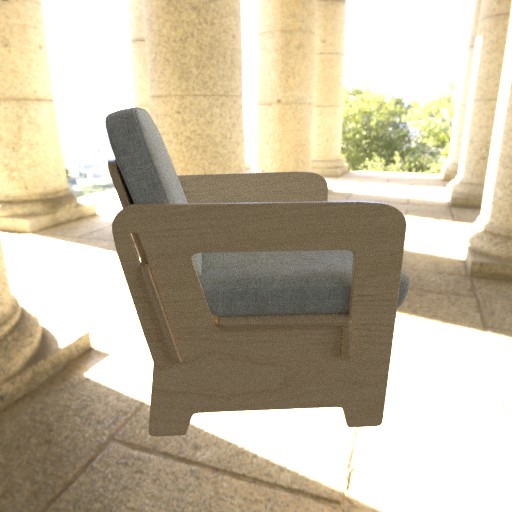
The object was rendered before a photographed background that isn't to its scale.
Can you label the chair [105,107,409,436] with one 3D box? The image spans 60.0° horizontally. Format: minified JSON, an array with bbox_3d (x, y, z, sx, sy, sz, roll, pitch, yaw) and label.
[{"bbox_3d":[0.000,0.000,1.262,0.710,0.800,0.590,-3,18,-9],"label":"chair"}]
